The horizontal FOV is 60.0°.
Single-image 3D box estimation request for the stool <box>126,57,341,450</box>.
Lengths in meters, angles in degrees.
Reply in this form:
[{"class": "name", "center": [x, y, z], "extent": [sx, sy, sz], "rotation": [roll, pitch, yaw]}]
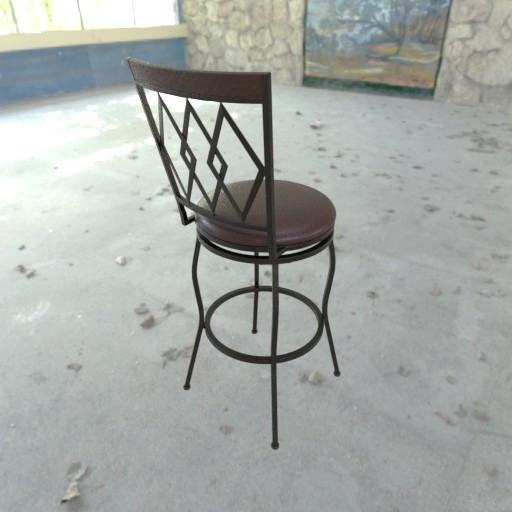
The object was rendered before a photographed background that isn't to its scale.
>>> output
[{"class": "stool", "center": [0.000, 0.000, 1.365], "extent": [0.432, 1.134, 0.521], "rotation": [21, 36, 32]}]
